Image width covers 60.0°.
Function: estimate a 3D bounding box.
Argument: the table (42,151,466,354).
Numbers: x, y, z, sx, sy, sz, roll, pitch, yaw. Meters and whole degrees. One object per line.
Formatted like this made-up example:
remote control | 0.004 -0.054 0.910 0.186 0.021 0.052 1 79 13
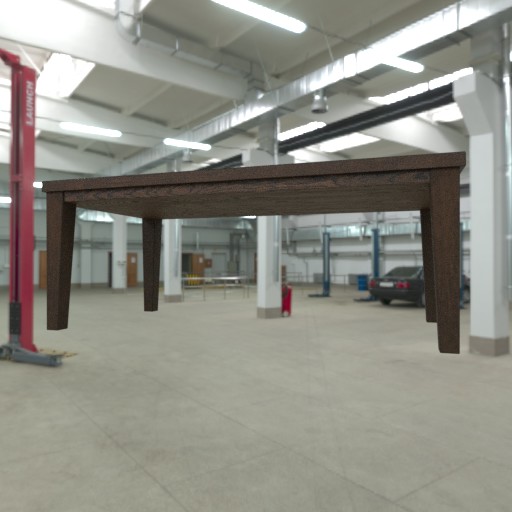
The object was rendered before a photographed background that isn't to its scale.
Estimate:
table | 0.000 0.000 2.438 1.981 0.762 1.016 0 -1 18
